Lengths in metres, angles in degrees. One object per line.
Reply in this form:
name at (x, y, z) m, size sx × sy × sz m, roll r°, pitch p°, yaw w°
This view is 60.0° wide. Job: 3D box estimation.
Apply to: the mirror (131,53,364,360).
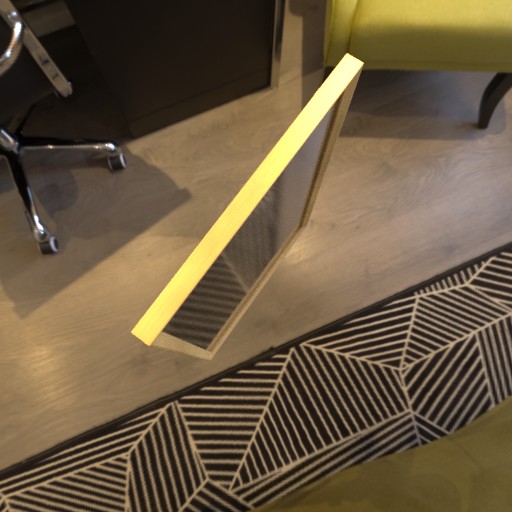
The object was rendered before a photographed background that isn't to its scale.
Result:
mirror at (0.000, 0.000, 1.174) m, size 0.041 × 0.915 × 0.609 m, roll 35°, pitch 78°, yaw 8°
